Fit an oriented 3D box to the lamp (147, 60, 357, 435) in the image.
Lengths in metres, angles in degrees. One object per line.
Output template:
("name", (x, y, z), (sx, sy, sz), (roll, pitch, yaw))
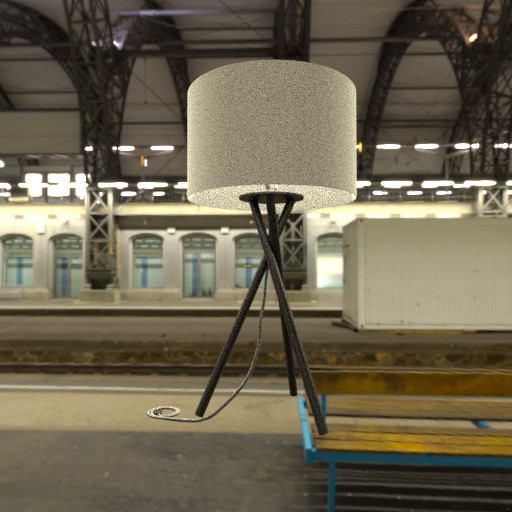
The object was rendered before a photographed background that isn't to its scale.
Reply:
("lamp", (0.000, 0.000, 0.926), (0.422, 0.674, 0.353), (1, -2, -19))
